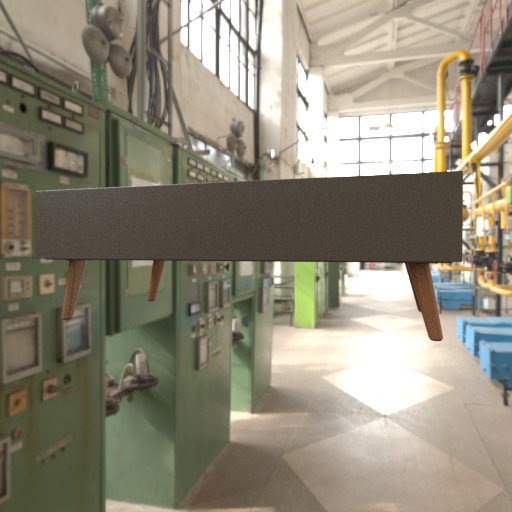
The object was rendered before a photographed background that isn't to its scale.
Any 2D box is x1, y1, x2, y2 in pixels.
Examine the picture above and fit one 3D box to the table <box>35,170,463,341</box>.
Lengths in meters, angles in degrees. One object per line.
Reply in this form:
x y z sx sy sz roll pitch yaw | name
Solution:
0.000 0.000 1.520 1.201 0.404 0.703 0 1 17 | table
